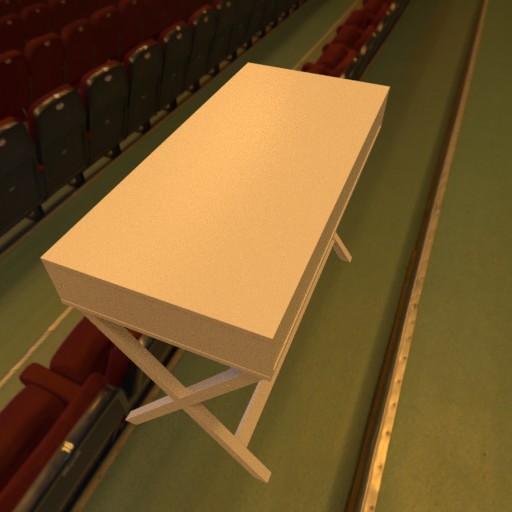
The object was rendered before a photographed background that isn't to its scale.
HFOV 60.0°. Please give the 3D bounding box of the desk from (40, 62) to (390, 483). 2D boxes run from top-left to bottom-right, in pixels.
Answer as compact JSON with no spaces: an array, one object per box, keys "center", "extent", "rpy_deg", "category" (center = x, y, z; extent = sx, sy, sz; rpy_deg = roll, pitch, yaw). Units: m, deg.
[{"center":[0.000,0.000,1.448],"extent":[0.509,0.780,1.059],"rpy_deg":[17,48,16],"category":"desk"}]
